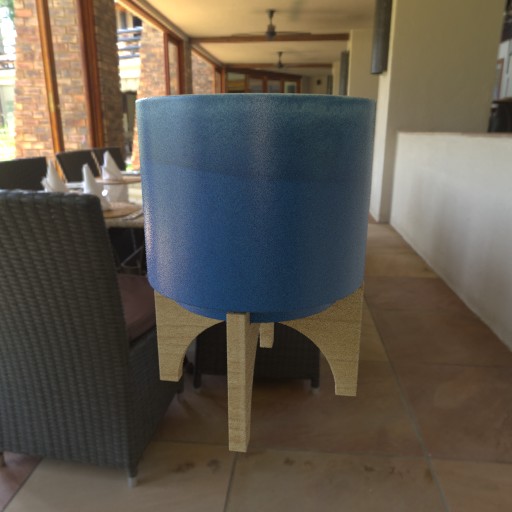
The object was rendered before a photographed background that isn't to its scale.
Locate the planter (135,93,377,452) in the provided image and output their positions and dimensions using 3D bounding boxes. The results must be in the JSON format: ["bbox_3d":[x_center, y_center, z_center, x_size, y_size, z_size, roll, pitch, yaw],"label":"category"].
[{"bbox_3d":[0.000,0.000,0.401,0.192,0.263,0.192,0,16,0],"label":"planter"}]
